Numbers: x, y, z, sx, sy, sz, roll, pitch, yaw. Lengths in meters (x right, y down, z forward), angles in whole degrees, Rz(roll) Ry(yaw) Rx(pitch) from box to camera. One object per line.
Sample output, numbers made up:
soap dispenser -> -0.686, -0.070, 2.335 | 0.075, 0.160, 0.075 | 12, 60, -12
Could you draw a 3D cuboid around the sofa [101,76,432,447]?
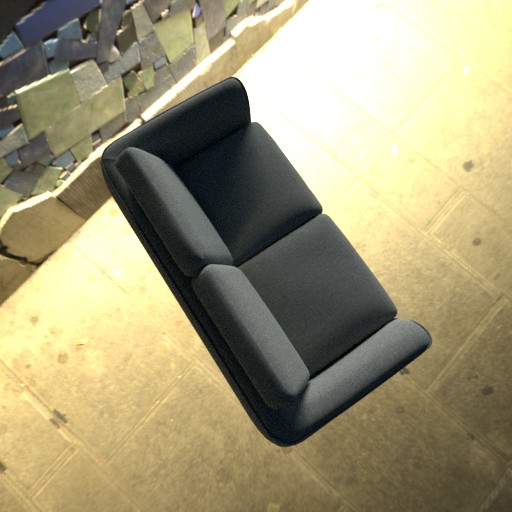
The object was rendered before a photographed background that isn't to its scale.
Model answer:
sofa -> 0.000, 0.000, 2.294 | 0.920, 0.870, 1.700 | -33, 78, -8
